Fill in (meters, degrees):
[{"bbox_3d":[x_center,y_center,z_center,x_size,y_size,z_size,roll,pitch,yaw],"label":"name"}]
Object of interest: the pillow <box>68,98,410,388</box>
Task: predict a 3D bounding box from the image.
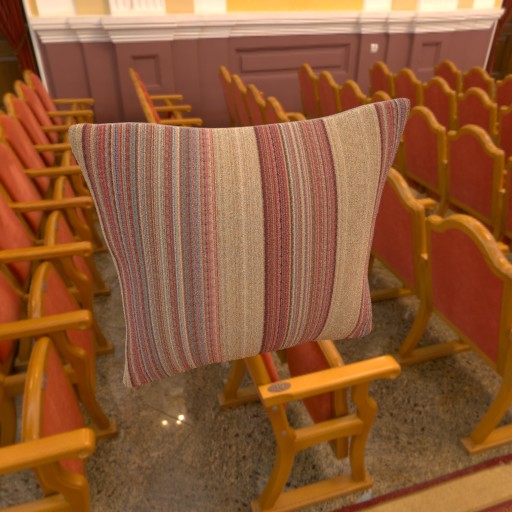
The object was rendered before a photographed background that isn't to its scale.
[{"bbox_3d":[0.000,0.000,0.646,0.437,0.419,0.136,-9,33,-14],"label":"pillow"}]
